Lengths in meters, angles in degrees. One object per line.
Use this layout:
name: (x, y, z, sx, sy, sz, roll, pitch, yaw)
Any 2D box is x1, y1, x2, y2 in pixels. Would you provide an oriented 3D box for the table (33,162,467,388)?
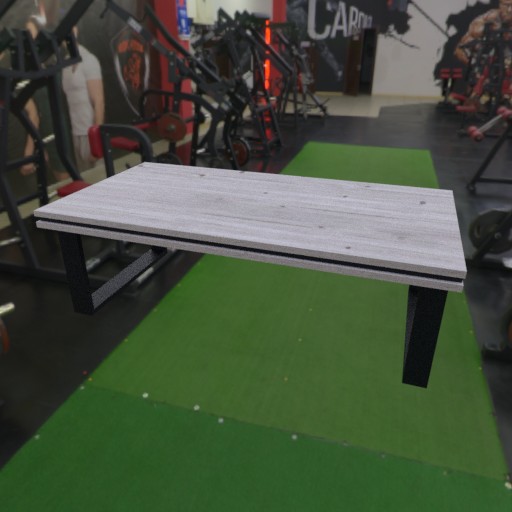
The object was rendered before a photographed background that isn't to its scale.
table: (0.000, 0.000, 1.696, 1.350, 0.450, 0.700, 9, 27, 17)
